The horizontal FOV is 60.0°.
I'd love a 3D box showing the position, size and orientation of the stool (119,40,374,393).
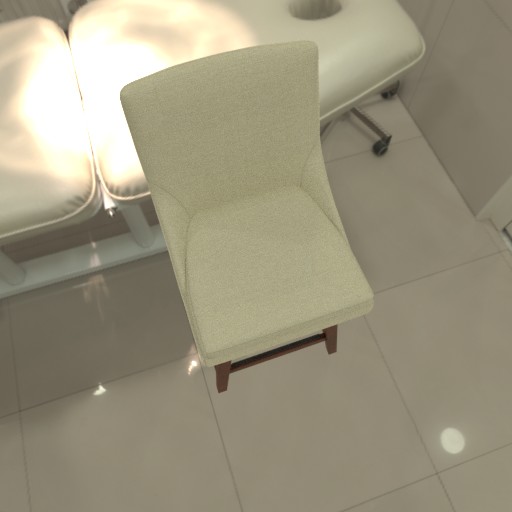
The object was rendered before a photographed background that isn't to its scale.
[{"bbox_3d":[0.000,0.000,1.300,0.469,0.991,0.559,-17,66,-8],"label":"stool"}]
